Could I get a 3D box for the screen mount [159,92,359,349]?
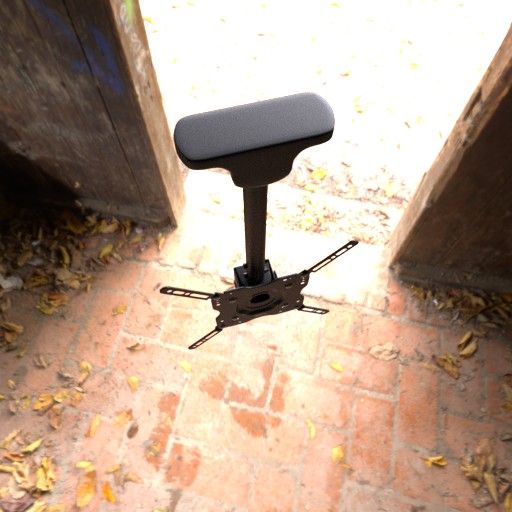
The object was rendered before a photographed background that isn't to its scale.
[{"bbox_3d":[0.000,0.000,0.895,0.393,0.729,0.090,-14,64,-7],"label":"screen mount"}]
